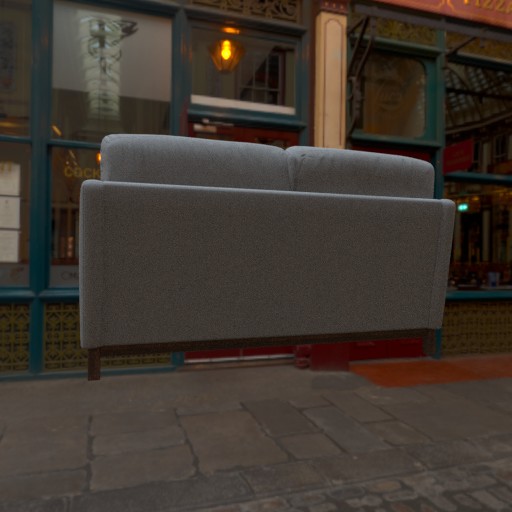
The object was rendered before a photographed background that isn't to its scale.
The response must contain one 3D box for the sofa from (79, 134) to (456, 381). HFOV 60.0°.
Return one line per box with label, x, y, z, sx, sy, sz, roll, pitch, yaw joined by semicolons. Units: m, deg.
sofa;0.000;0.000;2.189;1.589;0.921;0.987;0;-1;-18
